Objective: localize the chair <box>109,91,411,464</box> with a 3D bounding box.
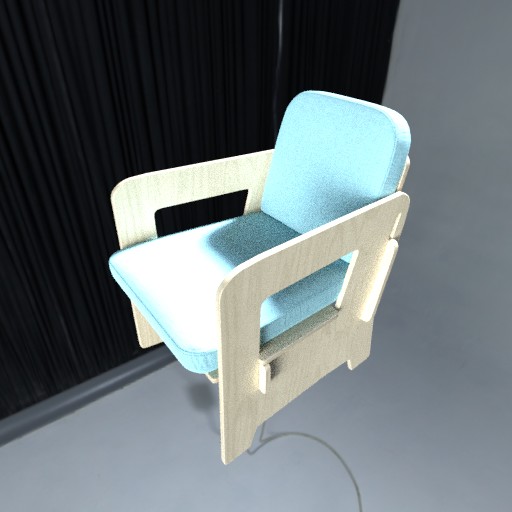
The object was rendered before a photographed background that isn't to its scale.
[{"bbox_3d":[0.000,0.000,1.270,0.710,0.800,0.590,-21,37,-30],"label":"chair"}]
